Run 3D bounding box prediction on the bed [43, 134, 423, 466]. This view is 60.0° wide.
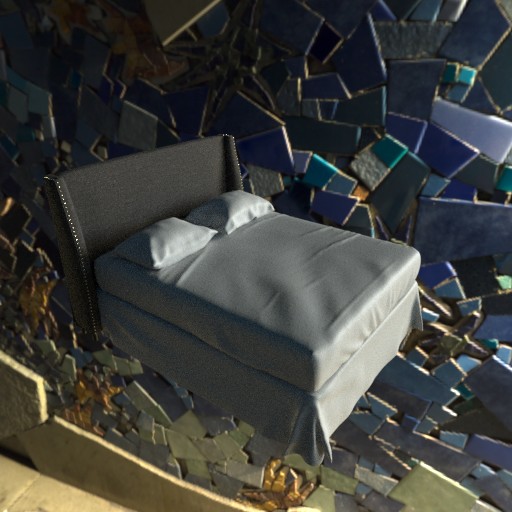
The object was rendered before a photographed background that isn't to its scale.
[{"bbox_3d":[0.000,0.000,3.397,2.276,1.332,1.925,18,32,33],"label":"bed"}]
